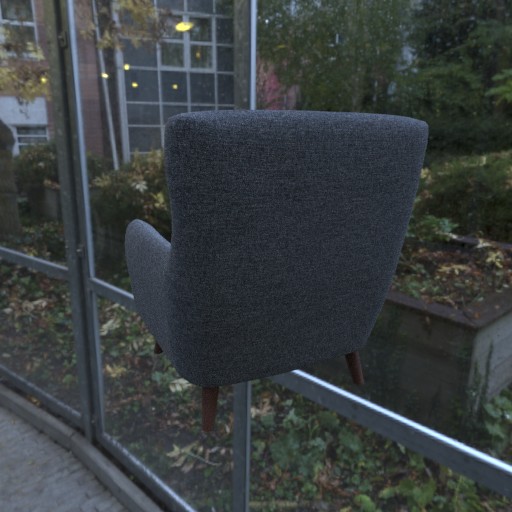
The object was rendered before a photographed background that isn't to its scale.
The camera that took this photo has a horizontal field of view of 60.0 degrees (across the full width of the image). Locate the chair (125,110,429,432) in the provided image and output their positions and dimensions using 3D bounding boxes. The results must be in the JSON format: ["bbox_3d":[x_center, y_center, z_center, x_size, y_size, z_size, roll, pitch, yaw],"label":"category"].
[{"bbox_3d":[0.000,0.000,1.751,0.889,1.039,0.940,-7,16,-26],"label":"chair"}]
